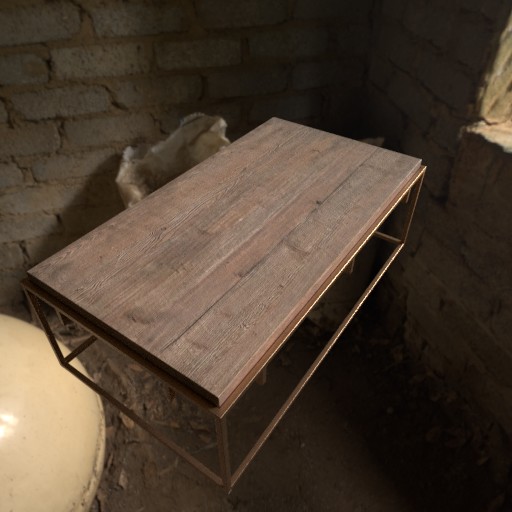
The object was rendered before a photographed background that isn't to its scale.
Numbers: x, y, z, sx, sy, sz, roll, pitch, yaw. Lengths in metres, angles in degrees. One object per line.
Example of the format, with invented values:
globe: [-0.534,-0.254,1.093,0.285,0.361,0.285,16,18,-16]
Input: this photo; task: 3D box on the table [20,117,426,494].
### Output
table: [0.000,0.000,1.729,0.775,0.468,1.387,25,47,26]
